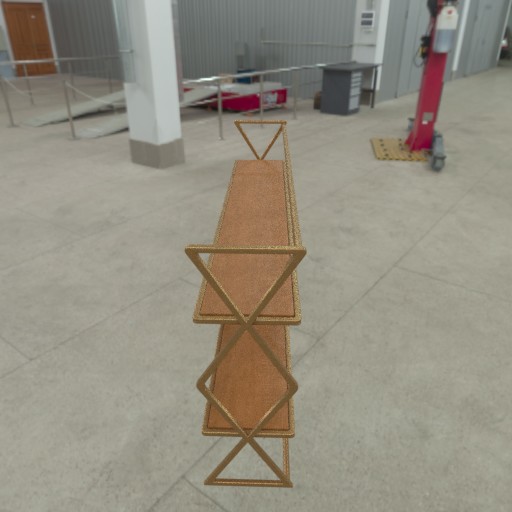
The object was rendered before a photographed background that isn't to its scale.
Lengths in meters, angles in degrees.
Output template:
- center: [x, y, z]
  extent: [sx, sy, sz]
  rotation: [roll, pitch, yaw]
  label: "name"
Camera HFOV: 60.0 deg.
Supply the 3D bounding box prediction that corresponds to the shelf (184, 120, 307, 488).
- center: [0.000, 0.000, 1.008]
  extent: [0.150, 0.450, 0.822]
  rotation: [1, 27, 2]
  label: "shelf"
